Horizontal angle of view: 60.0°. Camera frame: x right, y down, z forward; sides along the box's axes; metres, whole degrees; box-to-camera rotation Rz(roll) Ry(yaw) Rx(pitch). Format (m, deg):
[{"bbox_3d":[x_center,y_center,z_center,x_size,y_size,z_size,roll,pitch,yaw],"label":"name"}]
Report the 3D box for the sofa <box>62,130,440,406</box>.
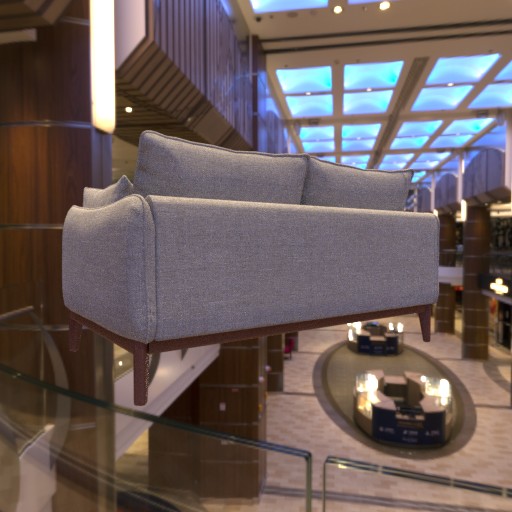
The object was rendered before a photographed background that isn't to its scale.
[{"bbox_3d":[0.000,0.000,2.089,1.580,0.851,0.972,-1,2,-35],"label":"sofa"}]
